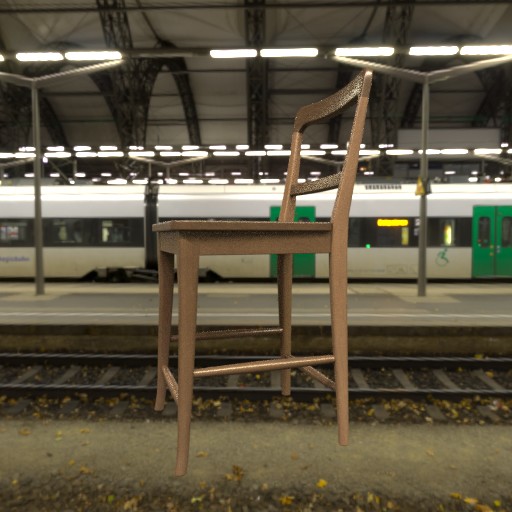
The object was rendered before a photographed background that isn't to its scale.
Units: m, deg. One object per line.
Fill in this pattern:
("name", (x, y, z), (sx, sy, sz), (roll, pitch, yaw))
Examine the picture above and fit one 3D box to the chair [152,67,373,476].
("chair", (0.000, 0.000, 1.281), (0.546, 0.991, 0.450), (-1, 3, -19))
